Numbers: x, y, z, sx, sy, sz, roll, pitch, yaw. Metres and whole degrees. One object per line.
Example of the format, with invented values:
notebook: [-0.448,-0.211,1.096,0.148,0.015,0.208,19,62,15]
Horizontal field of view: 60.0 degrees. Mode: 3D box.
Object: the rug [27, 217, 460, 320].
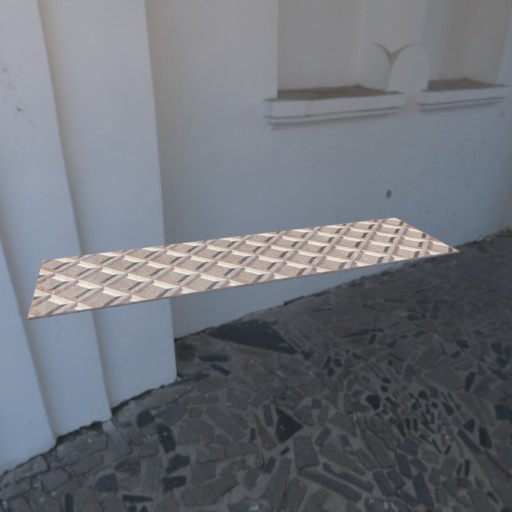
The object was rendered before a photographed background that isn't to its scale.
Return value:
rug: [0.000,0.000,2.674,2.437,0.013,0.685,-8,25,-17]
